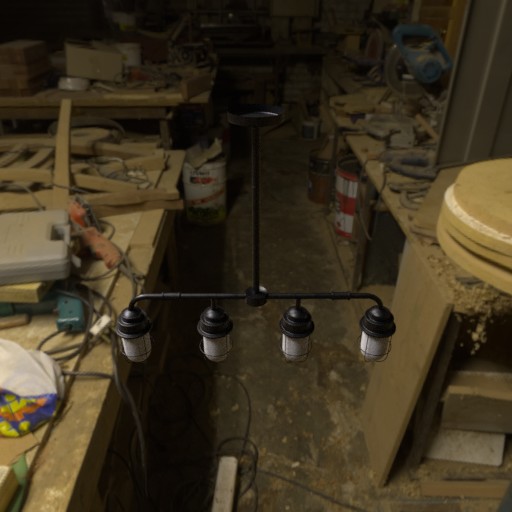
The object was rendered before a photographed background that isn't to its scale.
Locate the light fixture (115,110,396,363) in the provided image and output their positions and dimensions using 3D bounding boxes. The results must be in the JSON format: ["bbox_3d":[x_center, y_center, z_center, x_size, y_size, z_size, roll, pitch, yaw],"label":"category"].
[{"bbox_3d":[0.000,0.000,1.223,0.852,0.785,0.131,0,31,0],"label":"light fixture"}]
